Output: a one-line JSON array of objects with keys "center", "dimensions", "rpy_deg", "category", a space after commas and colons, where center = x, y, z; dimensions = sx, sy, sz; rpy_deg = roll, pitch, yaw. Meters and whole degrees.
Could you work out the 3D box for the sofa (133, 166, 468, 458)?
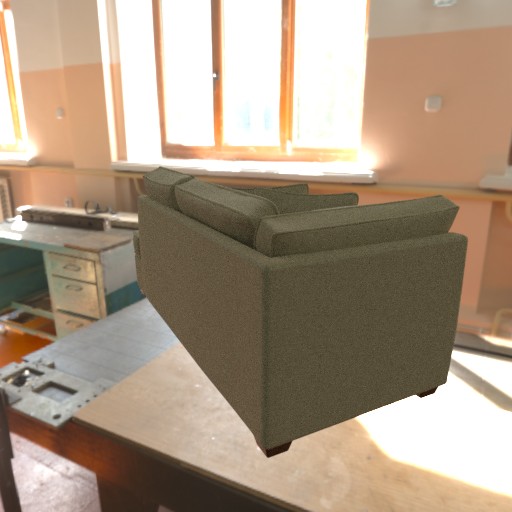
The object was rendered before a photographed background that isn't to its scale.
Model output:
[{"center": [0.000, 0.000, 2.806], "dimensions": [1.110, 1.033, 2.237], "rpy_deg": [-8, 18, -26], "category": "sofa"}]
